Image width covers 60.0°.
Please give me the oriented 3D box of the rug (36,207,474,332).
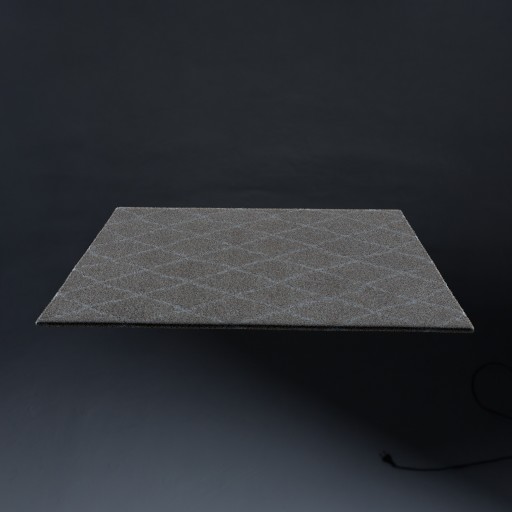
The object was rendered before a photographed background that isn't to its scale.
[{"bbox_3d":[0.000,0.000,3.523,2.743,0.030,1.778,1,30,1],"label":"rug"}]
